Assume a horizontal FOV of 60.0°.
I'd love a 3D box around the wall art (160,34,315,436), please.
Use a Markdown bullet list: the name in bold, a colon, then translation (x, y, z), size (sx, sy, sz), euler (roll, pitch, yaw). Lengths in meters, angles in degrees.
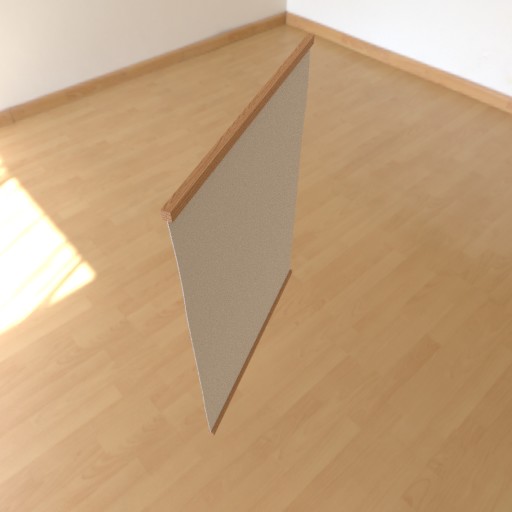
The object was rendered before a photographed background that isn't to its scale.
- **wall art**: translation (0.000, 0.000, 0.803), size (0.011, 0.605, 0.458), euler (18, 51, 15)
